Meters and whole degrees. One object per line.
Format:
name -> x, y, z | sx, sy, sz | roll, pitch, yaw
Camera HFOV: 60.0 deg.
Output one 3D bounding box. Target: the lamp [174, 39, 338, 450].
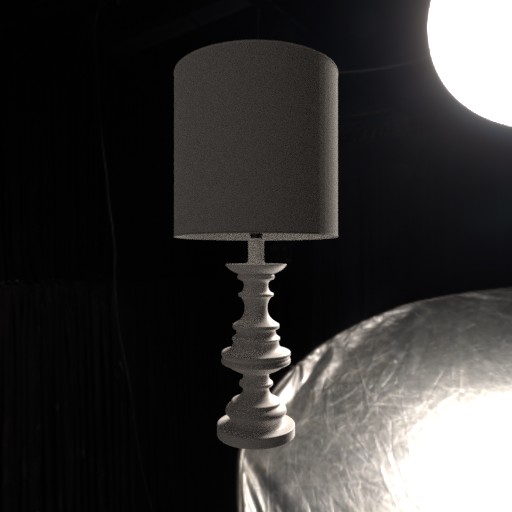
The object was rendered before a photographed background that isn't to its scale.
lamp -> 0.000, 0.000, 0.570 | 0.208, 0.455, 0.208 | 0, 0, 36
